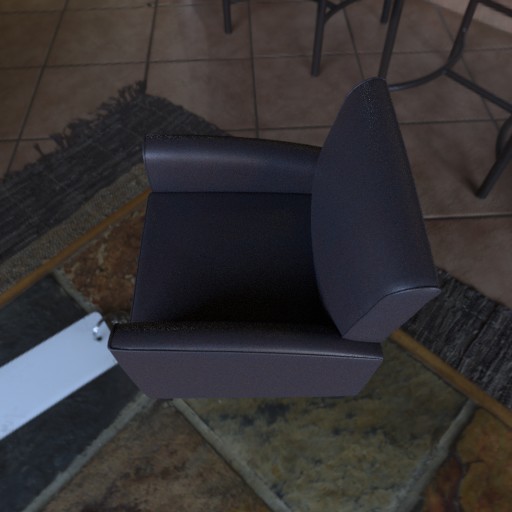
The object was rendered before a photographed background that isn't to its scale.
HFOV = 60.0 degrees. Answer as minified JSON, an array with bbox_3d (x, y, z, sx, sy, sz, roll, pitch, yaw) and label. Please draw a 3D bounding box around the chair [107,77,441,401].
[{"bbox_3d":[0.000,0.000,1.533,0.819,0.916,0.820,-1,58,0],"label":"chair"}]
